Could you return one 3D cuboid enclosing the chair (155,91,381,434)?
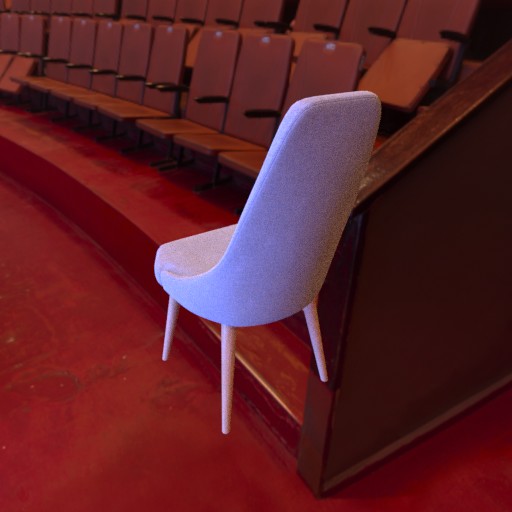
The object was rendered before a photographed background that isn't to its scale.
[{"bbox_3d":[0.000,0.000,1.382,0.510,1.040,0.660,-18,33,-29],"label":"chair"}]
